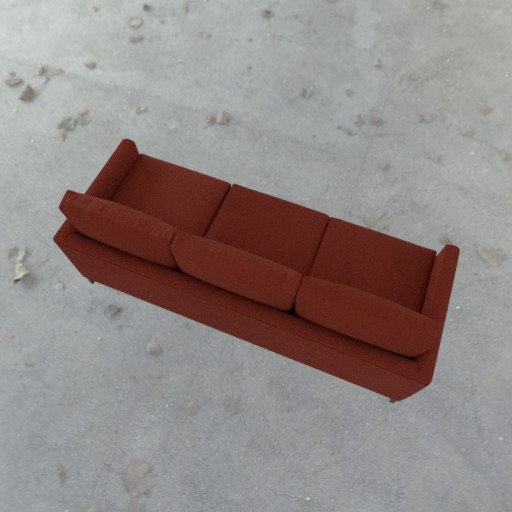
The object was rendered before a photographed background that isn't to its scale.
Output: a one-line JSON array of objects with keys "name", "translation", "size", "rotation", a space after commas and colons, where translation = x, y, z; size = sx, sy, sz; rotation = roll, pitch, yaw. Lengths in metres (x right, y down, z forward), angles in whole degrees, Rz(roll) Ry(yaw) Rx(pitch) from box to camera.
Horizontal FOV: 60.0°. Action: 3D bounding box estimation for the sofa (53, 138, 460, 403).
[{"name": "sofa", "translation": [0.000, 0.000, 2.732], "size": [2.252, 0.879, 0.875], "rotation": [20, 64, 10]}]
